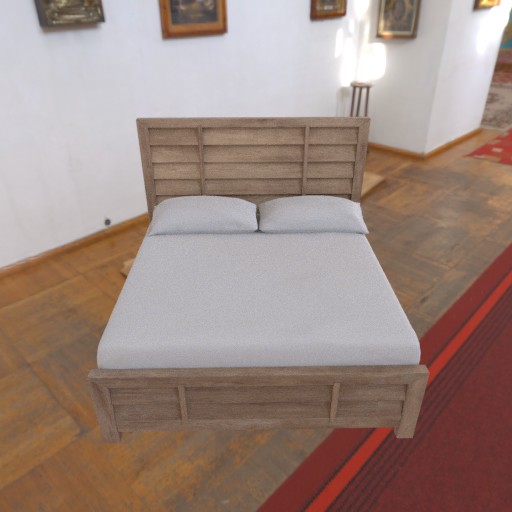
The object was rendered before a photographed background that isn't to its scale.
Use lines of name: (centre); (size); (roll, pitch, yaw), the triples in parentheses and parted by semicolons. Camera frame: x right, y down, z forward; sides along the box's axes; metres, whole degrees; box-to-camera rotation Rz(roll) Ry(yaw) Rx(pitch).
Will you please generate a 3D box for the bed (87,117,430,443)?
bed: (0.000, 0.000, 3.394); (2.032, 1.626, 2.062); (-1, 30, -1)
